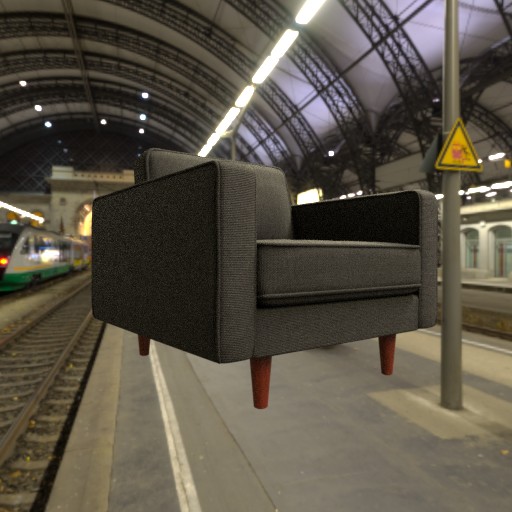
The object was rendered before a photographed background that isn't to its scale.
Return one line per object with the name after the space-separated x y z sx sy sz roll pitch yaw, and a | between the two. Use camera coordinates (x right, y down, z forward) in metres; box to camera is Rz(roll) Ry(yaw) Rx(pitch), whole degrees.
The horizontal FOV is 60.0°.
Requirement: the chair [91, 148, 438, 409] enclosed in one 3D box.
0.000 0.000 1.575 0.899 0.770 0.919 0 0 -37 | chair
